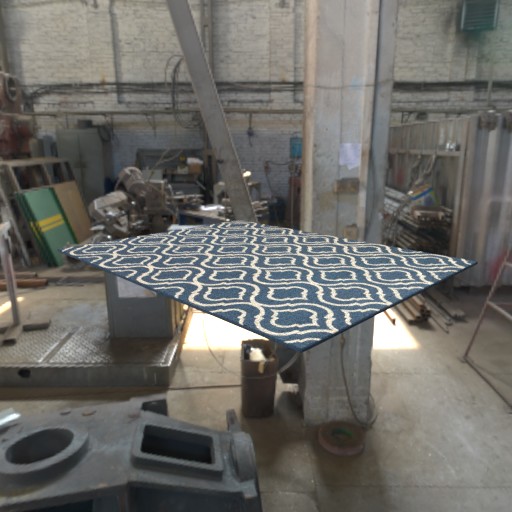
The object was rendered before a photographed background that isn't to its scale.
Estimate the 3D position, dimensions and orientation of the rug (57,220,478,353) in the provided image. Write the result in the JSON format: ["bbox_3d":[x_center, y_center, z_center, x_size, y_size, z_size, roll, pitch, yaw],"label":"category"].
[{"bbox_3d":[0.000,0.000,3.842,2.270,0.020,2.881,-14,20,-43],"label":"rug"}]
